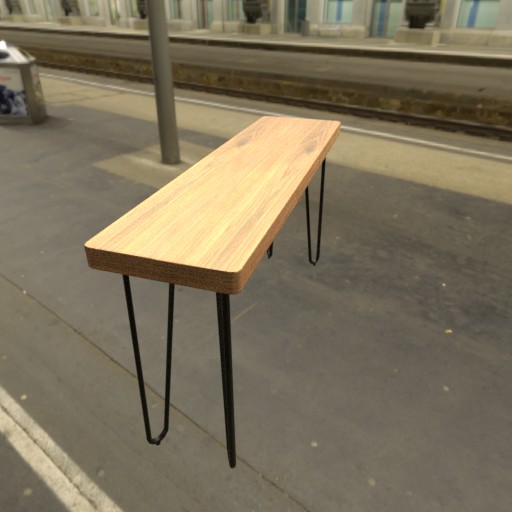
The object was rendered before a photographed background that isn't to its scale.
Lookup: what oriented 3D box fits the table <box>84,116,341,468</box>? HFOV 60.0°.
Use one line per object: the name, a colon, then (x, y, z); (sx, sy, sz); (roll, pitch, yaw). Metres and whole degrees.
table: (0.000, 0.000, 1.915); (0.425, 0.834, 1.570); (9, 31, 16)
